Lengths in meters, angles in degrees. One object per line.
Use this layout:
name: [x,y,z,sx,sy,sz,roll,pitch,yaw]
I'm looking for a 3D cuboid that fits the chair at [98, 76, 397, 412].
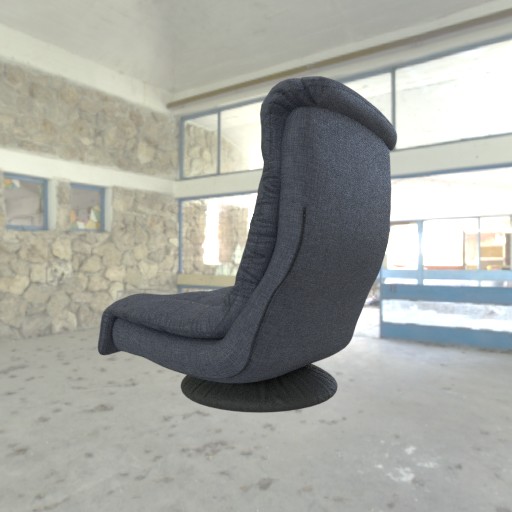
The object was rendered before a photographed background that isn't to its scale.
chair: [0.000,0.000,1.233,0.668,0.749,0.597,-1,-1,36]
